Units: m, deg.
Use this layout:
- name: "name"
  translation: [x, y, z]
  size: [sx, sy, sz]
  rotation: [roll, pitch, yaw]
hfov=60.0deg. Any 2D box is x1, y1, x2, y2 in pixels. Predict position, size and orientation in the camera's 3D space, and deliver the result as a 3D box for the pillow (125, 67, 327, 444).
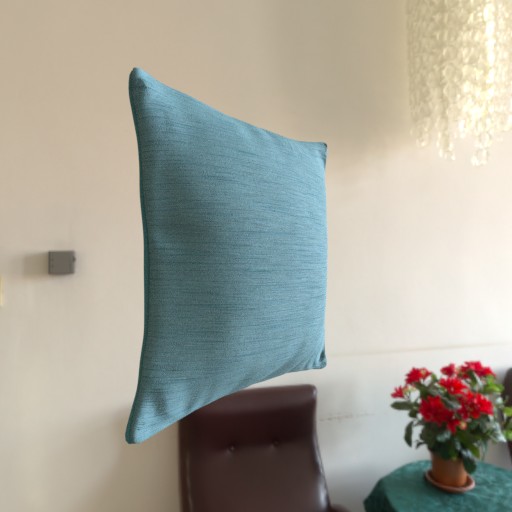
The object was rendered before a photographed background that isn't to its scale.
- name: "pillow"
  translation: [0.000, 0.000, 0.647]
  size: [0.151, 0.415, 0.433]
  rotation: [0, 0, 38]
